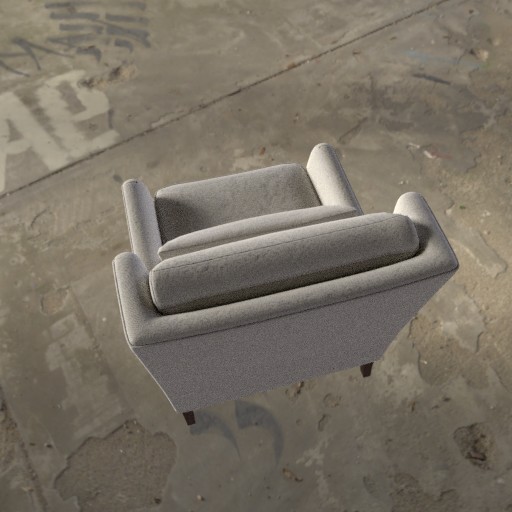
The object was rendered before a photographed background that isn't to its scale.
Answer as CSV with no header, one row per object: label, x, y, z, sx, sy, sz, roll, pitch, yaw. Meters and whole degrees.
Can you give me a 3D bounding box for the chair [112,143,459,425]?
chair,0.000,0.000,1.852,0.982,1.056,1.040,-13,57,-8
